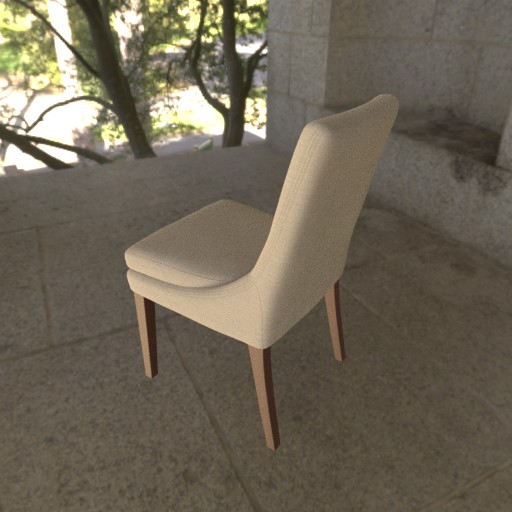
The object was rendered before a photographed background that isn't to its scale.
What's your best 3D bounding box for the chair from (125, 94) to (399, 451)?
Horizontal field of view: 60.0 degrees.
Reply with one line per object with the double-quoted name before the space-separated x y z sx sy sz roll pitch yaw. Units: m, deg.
"chair" 0.000 0.000 1.345 0.638 0.940 0.515 19 35 30
